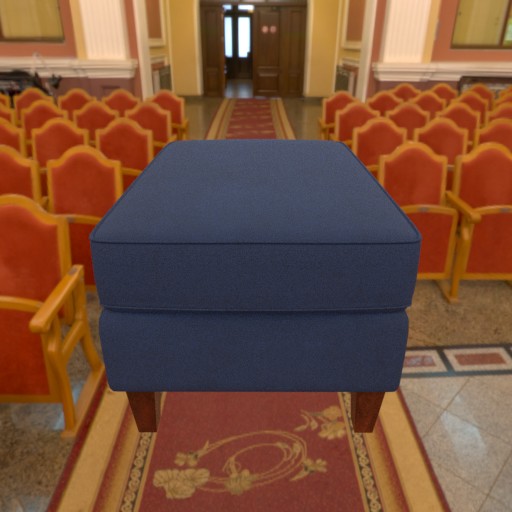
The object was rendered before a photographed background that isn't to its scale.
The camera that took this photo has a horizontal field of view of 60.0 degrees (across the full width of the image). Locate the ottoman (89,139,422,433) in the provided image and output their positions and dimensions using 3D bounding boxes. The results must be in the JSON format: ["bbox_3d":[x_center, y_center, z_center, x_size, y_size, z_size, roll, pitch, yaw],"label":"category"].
[{"bbox_3d":[0.000,0.000,1.389,0.686,0.584,0.965,0,26,0],"label":"ottoman"}]
